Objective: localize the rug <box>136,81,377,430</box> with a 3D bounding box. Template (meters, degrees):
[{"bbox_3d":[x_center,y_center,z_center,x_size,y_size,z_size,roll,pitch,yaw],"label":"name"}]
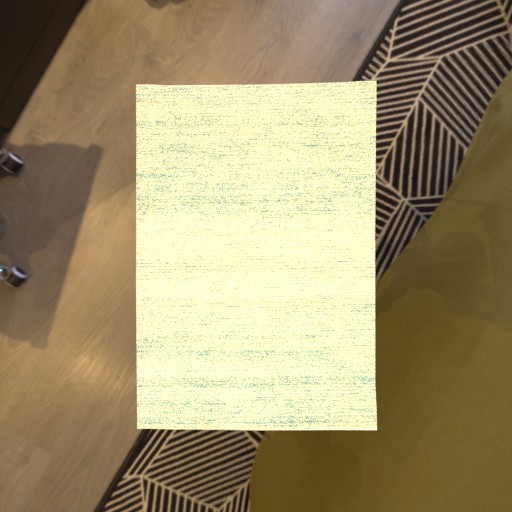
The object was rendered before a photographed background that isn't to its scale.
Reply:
[{"bbox_3d":[0.000,0.000,2.928,1.593,0.029,2.305,0,90,1],"label":"rug"}]
